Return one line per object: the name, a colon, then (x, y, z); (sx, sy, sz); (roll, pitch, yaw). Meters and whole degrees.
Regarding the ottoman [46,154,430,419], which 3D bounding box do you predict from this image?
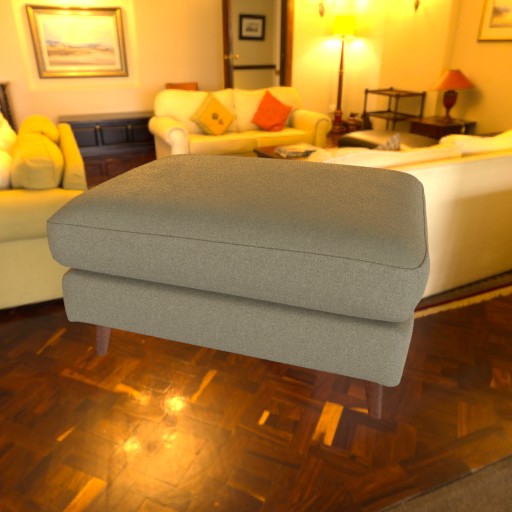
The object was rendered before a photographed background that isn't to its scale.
ottoman: (0.000, 0.000, 1.159); (0.811, 0.449, 0.608); (8, 26, 16)
